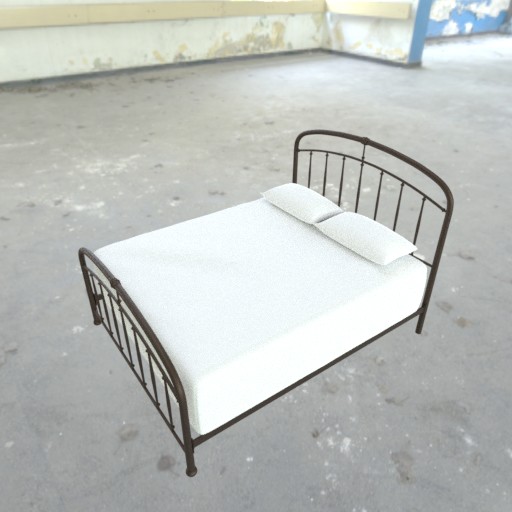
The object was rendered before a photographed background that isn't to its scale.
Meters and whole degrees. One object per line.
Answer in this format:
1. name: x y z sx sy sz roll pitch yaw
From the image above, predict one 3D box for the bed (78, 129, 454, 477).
1. bed: 0.000 0.000 3.328 2.180 1.425 1.711 -21 38 -30
